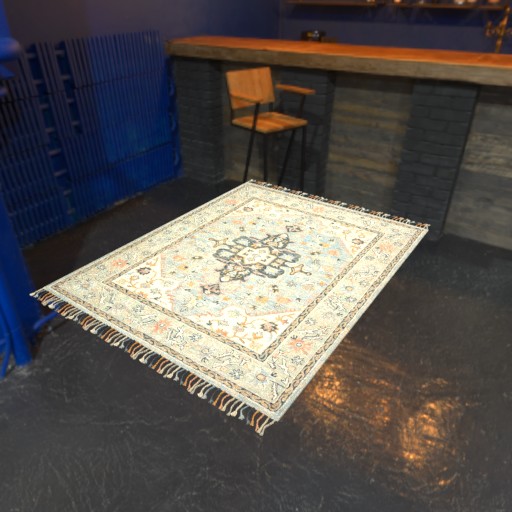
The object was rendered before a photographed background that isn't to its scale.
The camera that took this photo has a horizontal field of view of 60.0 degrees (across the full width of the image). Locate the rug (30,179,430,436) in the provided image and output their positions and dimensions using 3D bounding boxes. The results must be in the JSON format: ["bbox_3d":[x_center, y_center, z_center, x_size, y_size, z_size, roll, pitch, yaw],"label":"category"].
[{"bbox_3d":[0.000,0.000,2.269,1.278,0.009,1.730,20,36,29],"label":"rug"}]
